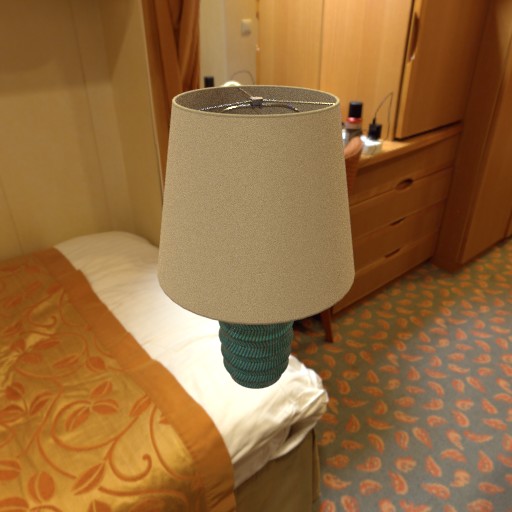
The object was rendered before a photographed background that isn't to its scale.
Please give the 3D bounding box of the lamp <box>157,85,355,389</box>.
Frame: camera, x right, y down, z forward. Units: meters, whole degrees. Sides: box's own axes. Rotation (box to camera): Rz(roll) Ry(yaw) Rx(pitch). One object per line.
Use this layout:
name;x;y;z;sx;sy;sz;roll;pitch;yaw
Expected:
lamp;0.000;0.000;0.575;0.254;0.392;0.254;0;29;0
